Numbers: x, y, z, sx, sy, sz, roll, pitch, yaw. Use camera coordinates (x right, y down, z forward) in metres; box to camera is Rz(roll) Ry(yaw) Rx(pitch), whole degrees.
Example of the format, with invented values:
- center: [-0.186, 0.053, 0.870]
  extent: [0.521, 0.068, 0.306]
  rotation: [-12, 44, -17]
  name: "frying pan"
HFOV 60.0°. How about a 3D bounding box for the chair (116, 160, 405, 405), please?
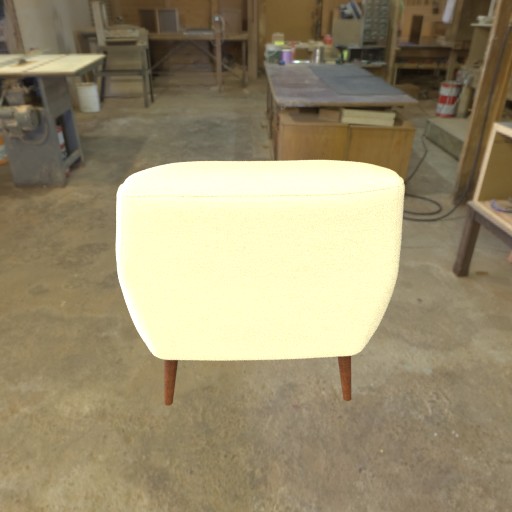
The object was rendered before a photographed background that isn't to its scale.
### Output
- center: [0.000, 0.000, 1.461]
  extent: [0.762, 0.838, 0.787]
  rotation: [-1, 30, -2]
  name: "chair"
